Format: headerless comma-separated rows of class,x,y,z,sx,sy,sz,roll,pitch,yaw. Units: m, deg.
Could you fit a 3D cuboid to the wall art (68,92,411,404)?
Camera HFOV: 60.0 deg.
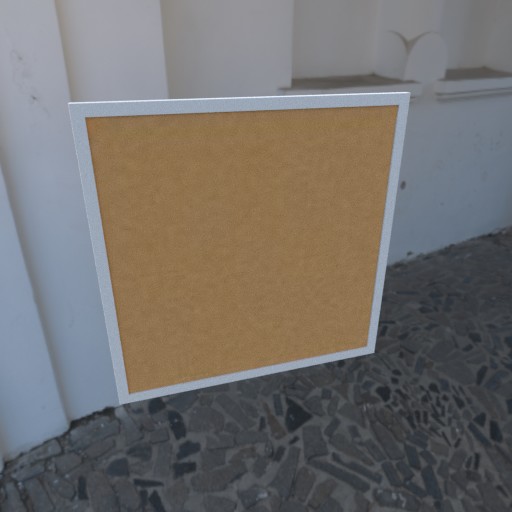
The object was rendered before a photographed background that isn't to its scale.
wall art,0.000,0.000,0.675,0.457,0.457,0.012,-7,26,-15
